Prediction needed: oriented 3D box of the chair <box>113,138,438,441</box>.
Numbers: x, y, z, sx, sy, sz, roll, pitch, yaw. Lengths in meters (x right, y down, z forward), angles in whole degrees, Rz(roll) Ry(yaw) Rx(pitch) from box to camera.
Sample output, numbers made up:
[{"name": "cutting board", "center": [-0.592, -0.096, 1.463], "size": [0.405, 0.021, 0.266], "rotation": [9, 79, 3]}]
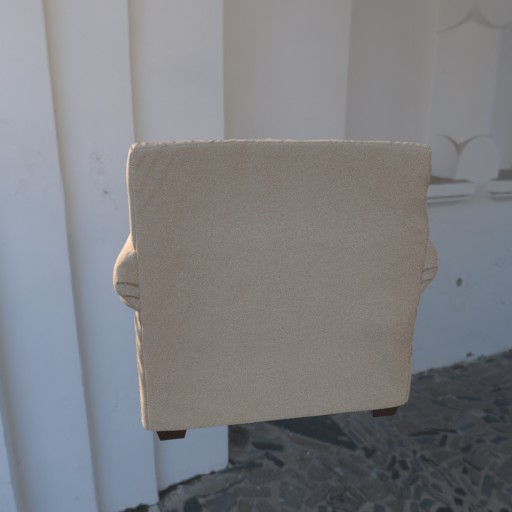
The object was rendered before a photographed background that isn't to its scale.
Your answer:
[{"name": "chair", "center": [0.000, 0.000, 1.709], "size": [0.940, 0.866, 1.066], "rotation": [-2, 14, -10]}]
